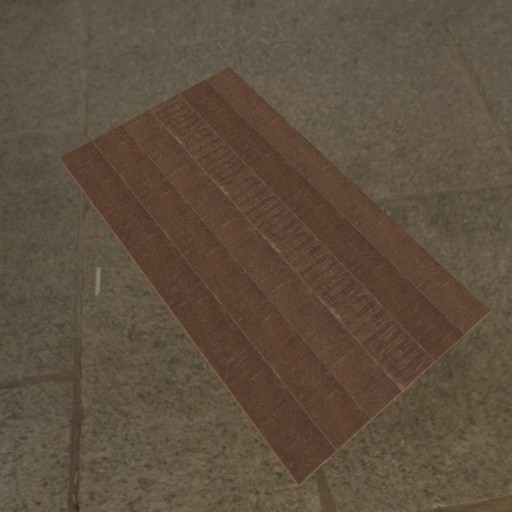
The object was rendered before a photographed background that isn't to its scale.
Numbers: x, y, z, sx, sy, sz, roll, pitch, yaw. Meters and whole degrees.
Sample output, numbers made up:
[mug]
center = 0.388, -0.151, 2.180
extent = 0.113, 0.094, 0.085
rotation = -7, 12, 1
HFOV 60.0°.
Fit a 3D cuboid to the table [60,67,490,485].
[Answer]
[table]
center = 0.000, 0.000, 1.740
extent = 0.800, 0.440, 1.400
rotation = -35, 69, -16
